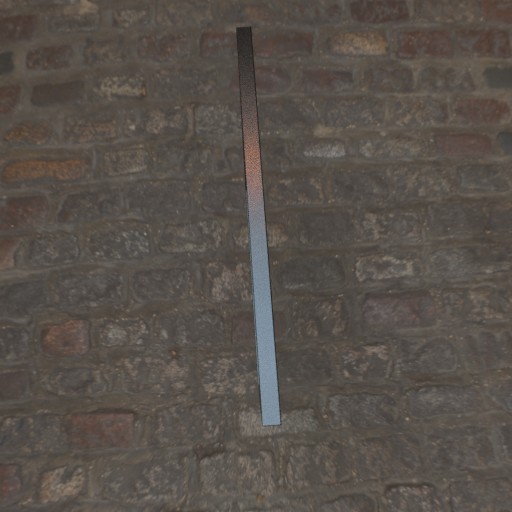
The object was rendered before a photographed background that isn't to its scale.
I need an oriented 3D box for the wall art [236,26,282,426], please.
[{"bbox_3d":[0.000,0.000,0.536,0.014,0.349,0.349,-4,75,-1],"label":"wall art"}]
